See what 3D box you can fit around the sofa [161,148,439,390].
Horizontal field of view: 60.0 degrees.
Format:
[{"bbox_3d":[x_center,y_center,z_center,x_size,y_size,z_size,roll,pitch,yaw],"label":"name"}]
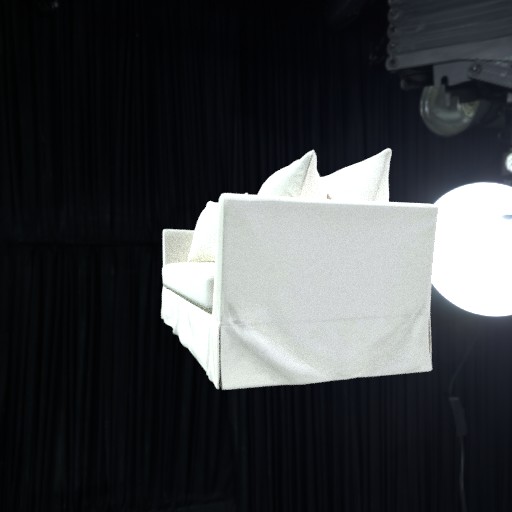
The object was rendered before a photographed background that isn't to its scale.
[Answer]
[{"bbox_3d":[0.000,0.000,2.869,1.031,1.034,2.290,0,0,-17],"label":"sofa"}]
